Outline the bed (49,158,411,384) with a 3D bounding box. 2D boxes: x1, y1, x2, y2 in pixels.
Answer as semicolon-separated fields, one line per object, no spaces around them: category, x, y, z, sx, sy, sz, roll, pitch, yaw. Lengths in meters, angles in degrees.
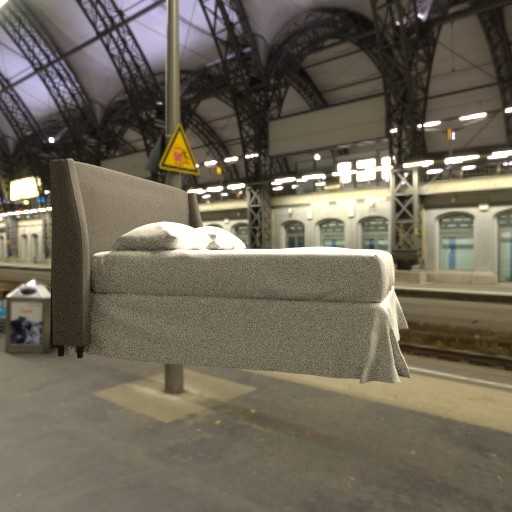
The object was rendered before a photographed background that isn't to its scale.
bed;0.000;0.000;3.473;2.276;1.332;1.925;0;1;19
